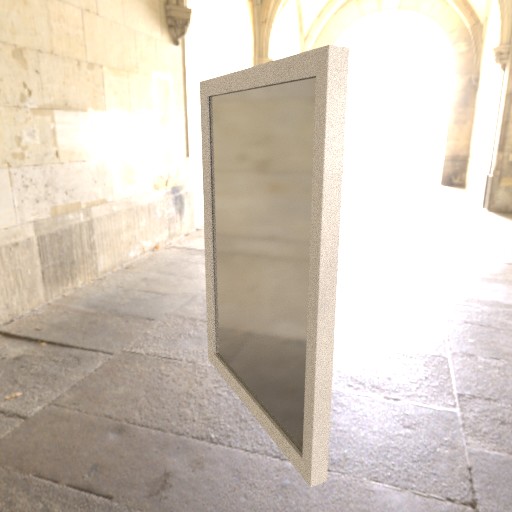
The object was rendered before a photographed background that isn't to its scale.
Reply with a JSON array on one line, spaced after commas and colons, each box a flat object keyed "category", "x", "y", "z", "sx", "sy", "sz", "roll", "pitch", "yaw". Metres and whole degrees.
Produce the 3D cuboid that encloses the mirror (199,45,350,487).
[{"category": "mirror", "x": 0.000, "y": 0.000, "z": 0.906, "sx": 0.040, "sy": 0.710, "sz": 0.507, "roll": -8, "pitch": 17, "yaw": -25}]
